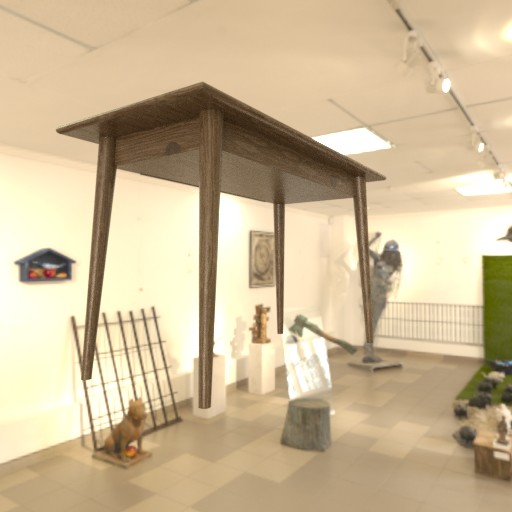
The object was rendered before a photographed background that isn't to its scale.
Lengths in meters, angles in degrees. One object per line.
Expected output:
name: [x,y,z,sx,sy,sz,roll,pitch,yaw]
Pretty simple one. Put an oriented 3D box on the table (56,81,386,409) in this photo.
table: [0.000,0.000,1.719,0.599,0.780,1.300,-1,-2,35]
